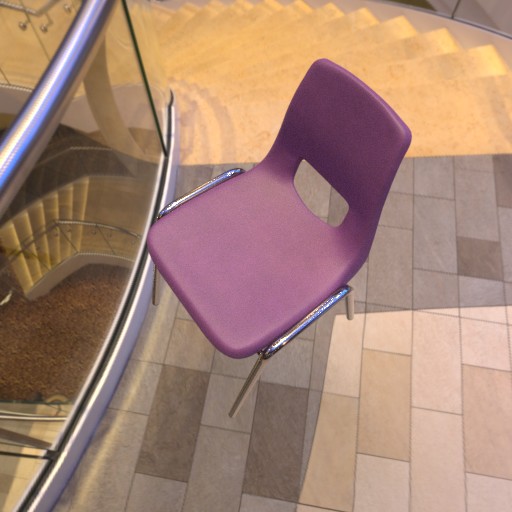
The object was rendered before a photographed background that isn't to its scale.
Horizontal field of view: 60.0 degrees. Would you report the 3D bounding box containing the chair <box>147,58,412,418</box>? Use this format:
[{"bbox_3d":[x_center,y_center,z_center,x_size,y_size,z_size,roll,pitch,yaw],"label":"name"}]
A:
[{"bbox_3d":[0.000,0.000,0.911,0.432,0.654,0.381,-34,68,-16],"label":"chair"}]
